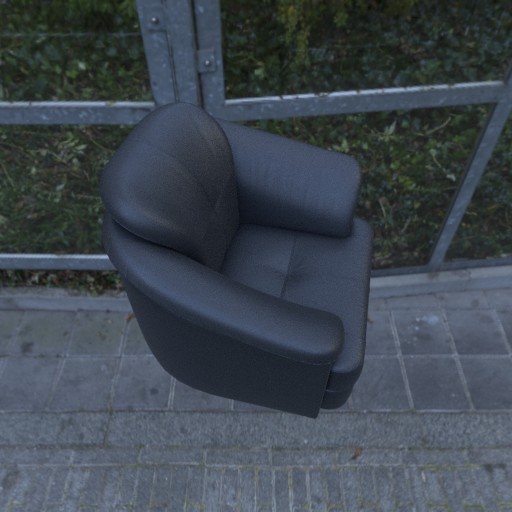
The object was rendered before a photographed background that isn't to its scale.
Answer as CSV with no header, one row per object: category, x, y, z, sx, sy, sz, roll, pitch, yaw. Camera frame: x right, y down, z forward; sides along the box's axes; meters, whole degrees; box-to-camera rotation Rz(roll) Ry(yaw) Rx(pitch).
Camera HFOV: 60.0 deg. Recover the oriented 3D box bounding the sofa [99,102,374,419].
sofa,0.000,0.000,1.500,0.794,0.811,0.870,10,48,9
